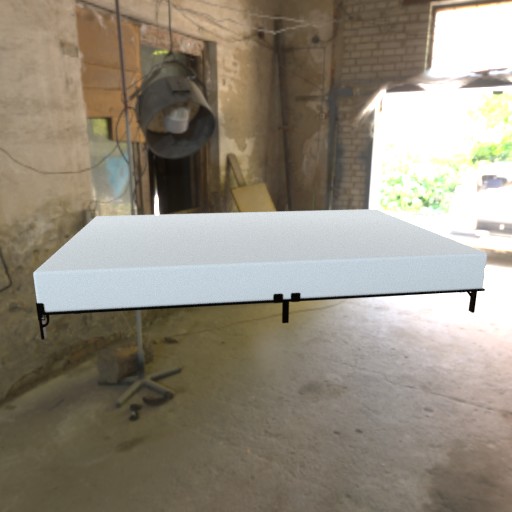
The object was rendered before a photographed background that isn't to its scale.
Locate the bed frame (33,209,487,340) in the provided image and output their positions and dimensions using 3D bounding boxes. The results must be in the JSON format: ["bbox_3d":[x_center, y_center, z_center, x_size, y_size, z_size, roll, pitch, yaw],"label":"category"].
[{"bbox_3d":[0.000,0.000,3.820,2.987,0.440,1.930,-2,15,-8],"label":"bed frame"}]
